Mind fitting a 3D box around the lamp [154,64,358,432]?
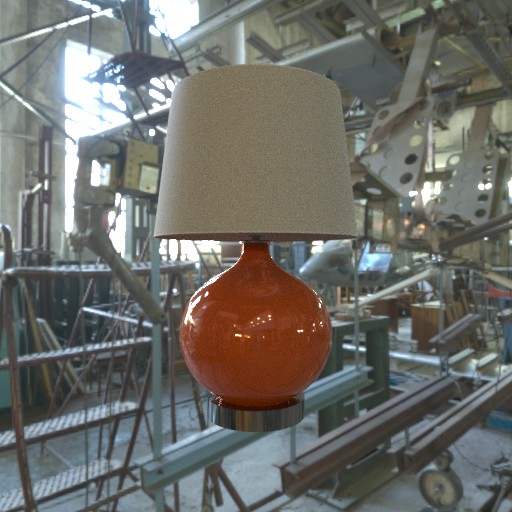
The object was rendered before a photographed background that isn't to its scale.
[{"bbox_3d":[0.000,0.000,0.547,0.247,0.387,0.247,0,0,0],"label":"lamp"}]
